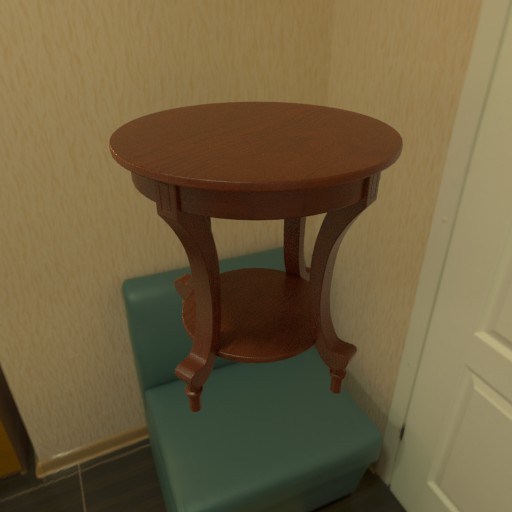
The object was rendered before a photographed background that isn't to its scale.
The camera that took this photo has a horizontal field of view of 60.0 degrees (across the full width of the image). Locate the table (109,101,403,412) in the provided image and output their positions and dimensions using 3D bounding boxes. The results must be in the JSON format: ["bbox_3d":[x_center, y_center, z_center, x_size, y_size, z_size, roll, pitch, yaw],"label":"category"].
[{"bbox_3d":[0.000,0.000,1.089,0.597,0.612,0.597,0,30,0],"label":"table"}]
